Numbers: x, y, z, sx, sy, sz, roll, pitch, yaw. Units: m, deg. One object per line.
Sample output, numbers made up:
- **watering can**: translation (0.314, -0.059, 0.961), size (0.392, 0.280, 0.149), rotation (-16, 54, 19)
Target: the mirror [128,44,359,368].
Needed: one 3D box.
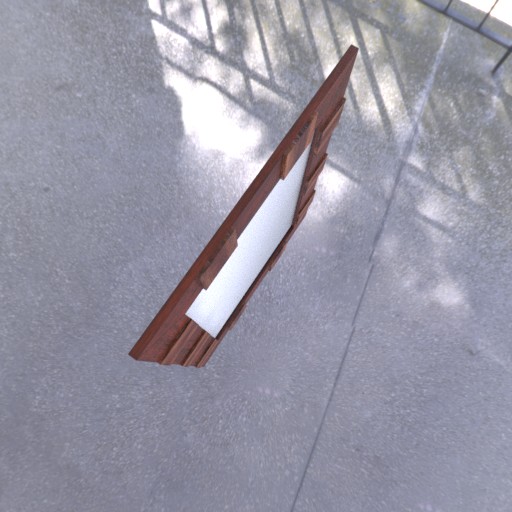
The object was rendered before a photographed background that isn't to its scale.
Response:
- **mirror**: translation (0.000, 0.000, 1.055), size (0.021, 0.805, 0.600), rotation (33, 78, 8)
